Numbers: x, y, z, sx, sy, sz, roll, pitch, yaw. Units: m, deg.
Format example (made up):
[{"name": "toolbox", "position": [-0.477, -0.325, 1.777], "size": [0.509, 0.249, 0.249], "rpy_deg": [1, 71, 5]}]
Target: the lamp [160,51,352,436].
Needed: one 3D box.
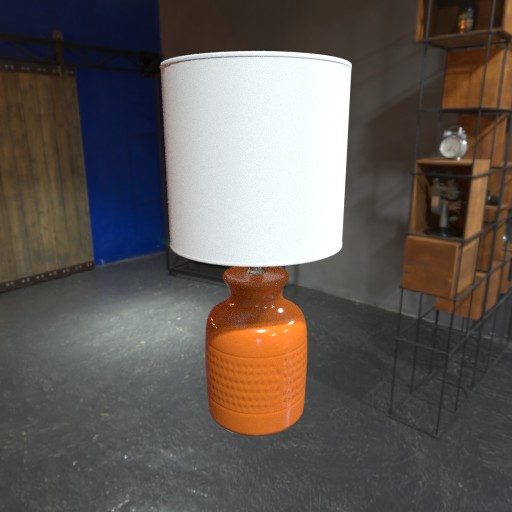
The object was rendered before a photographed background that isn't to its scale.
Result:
[{"name": "lamp", "position": [0.000, 0.000, 1.104], "size": [0.418, 0.871, 0.418], "rpy_deg": [15, 22, 42]}]
